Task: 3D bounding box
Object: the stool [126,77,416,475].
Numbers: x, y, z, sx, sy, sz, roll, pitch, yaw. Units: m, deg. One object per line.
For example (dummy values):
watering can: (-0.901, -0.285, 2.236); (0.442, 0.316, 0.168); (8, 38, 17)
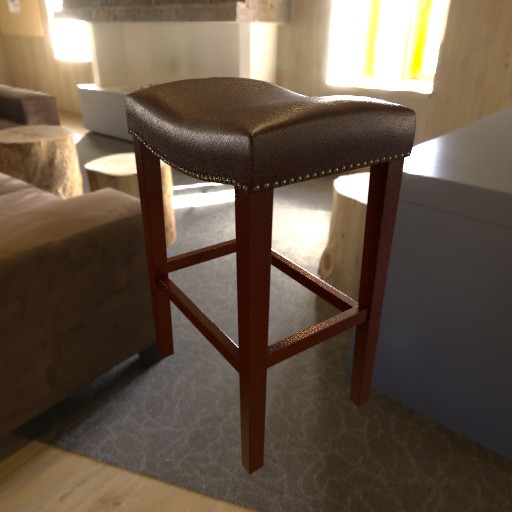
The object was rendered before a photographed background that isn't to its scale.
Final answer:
stool: (0.000, 0.000, 1.035); (0.372, 0.742, 0.504); (-18, 32, -30)
